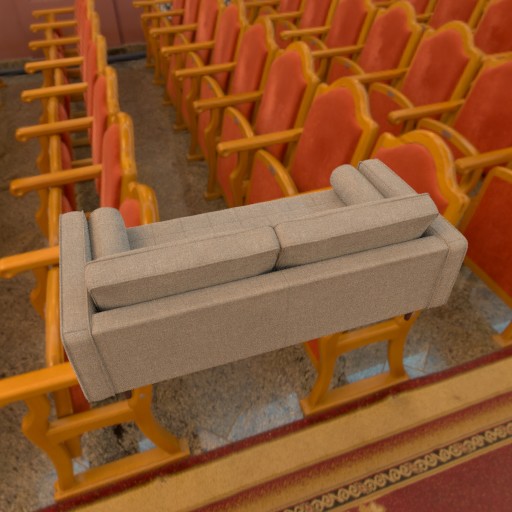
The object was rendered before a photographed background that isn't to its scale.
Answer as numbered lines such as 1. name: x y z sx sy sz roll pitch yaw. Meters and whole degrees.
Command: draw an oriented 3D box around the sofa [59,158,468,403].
1. sofa: 0.000 0.000 2.324 1.879 0.762 0.914 -12 42 -14
